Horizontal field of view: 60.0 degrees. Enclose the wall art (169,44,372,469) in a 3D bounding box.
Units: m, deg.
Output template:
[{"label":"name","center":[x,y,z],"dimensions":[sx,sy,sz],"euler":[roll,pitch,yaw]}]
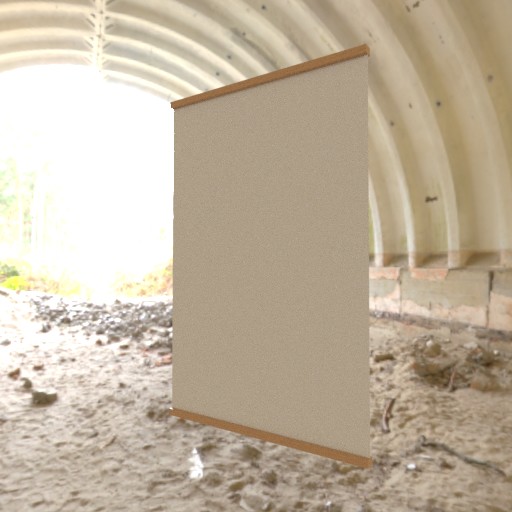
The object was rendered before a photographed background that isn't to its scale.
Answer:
[{"label":"wall art","center":[0.000,0.000,1.876],"dimensions":[0.991,1.510,0.040],"euler":[-1,-2,35]}]
